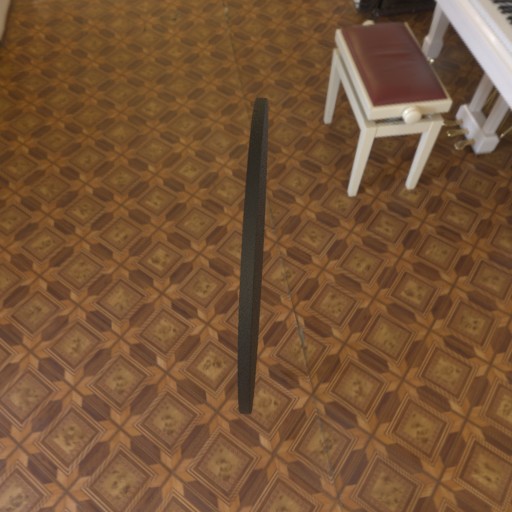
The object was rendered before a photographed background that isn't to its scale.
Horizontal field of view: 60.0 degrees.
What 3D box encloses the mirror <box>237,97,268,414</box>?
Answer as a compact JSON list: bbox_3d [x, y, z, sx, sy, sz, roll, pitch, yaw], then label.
[{"bbox_3d":[0.000,0.000,1.601,0.036,1.077,1.077,3,57,2],"label":"mirror"}]
